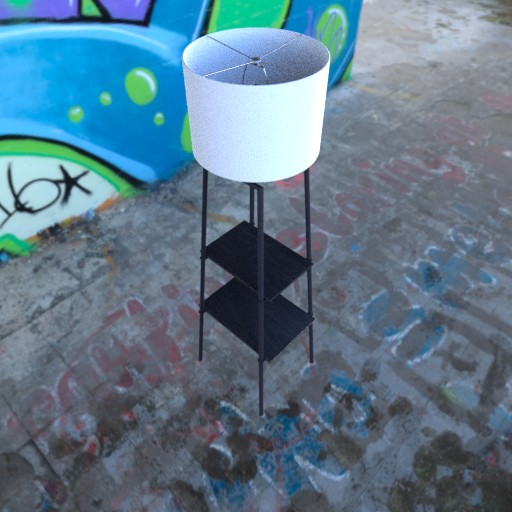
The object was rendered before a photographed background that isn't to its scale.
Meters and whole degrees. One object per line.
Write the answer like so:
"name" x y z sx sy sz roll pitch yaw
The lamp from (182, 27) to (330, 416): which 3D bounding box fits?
"lamp" 0.000 0.000 1.654 0.427 1.474 0.384 34 54 29
